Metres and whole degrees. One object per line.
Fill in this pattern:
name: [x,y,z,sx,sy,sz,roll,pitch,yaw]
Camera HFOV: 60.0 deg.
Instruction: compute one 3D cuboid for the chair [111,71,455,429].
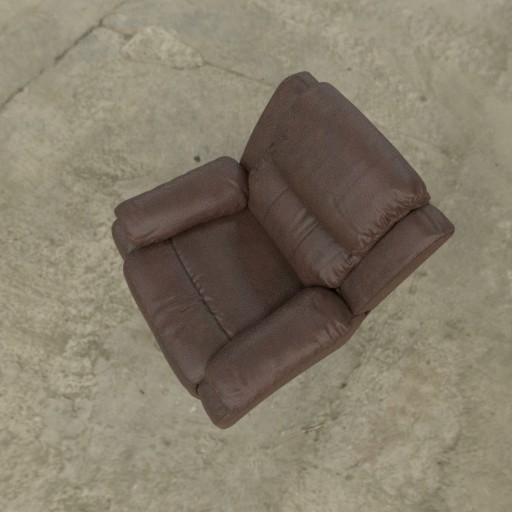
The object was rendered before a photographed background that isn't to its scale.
chair: [0.000,0.000,1.253,0.707,0.702,0.680,-29,67,-13]
